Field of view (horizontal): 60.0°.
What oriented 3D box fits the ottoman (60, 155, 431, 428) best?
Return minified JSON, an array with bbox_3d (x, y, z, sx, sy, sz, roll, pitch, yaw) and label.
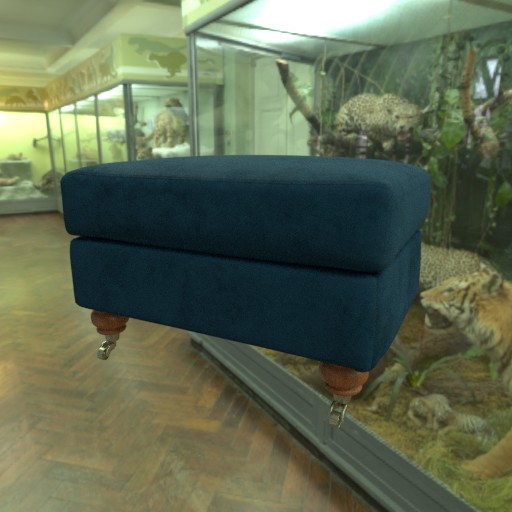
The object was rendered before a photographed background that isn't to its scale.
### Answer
[{"bbox_3d":[0.000,0.000,1.136,0.773,0.503,0.572,7,16,26],"label":"ottoman"}]
